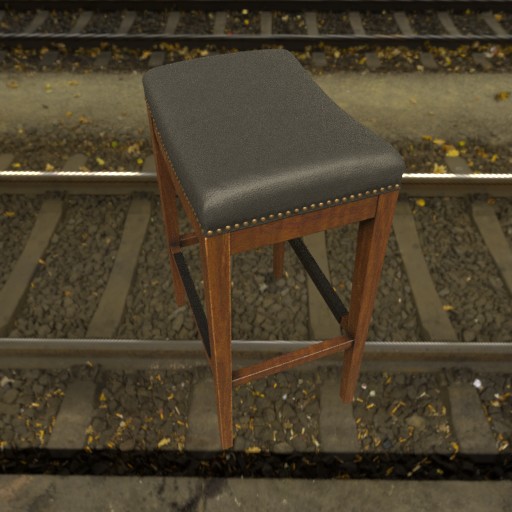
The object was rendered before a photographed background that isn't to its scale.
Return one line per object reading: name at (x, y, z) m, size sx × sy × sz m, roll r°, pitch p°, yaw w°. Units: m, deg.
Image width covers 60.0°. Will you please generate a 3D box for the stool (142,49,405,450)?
stool at (0.000, 0.000, 1.028) m, size 0.361 × 0.765 × 0.500 m, roll -15°, pitch 48°, yaw -14°
